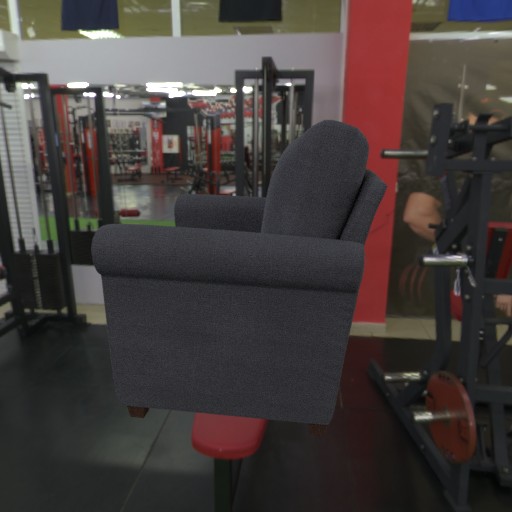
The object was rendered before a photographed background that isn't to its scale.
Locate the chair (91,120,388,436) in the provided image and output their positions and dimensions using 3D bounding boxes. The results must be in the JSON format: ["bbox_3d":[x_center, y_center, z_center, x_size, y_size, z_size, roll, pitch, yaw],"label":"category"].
[{"bbox_3d":[0.000,0.000,1.637,0.828,0.942,0.867,2,15,9],"label":"chair"}]
